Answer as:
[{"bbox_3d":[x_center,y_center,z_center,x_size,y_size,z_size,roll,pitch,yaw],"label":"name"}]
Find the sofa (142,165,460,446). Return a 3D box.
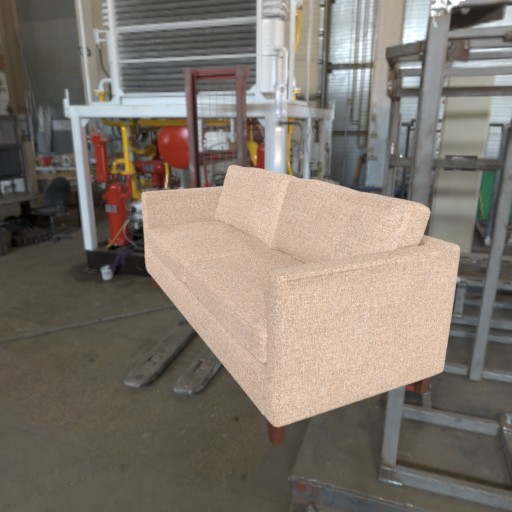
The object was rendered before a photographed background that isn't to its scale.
[{"bbox_3d":[0.000,0.000,2.745,0.951,0.965,2.208,-8,19,-25],"label":"sofa"}]
